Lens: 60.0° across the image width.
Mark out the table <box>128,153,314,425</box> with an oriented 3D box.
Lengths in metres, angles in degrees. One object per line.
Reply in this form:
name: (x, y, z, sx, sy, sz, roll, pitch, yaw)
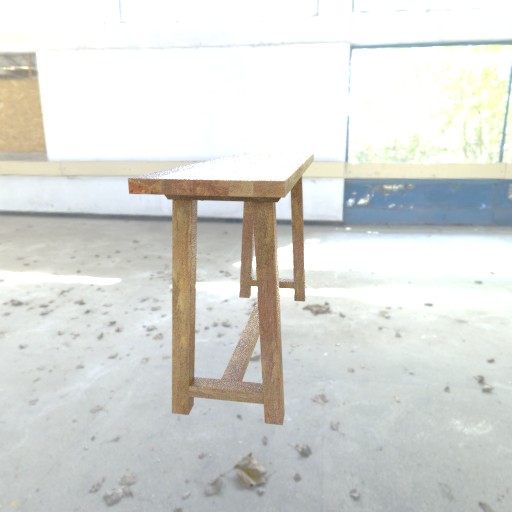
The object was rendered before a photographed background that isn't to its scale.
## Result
table: (0.000, 0.000, 1.934, 0.405, 0.810, 1.524, 3, 16, 9)
